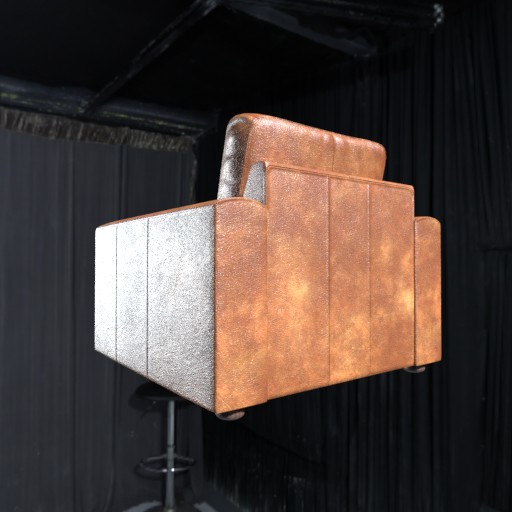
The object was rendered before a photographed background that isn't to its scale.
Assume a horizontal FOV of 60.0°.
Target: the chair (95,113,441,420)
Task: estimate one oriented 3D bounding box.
[{"bbox_3d":[0.000,0.000,1.785,1.005,0.873,1.016,1,-1,-36],"label":"chair"}]
